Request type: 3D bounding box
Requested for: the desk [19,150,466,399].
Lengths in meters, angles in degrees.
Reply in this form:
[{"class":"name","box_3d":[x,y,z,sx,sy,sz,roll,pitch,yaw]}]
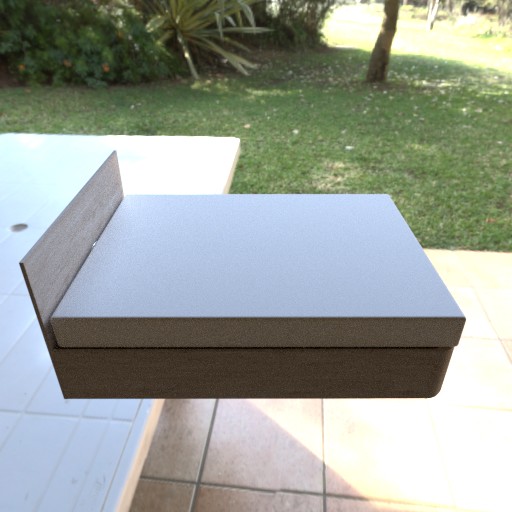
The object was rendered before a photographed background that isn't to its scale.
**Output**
[{"class":"desk","box_3d":[0.000,0.000,2.580,1.900,0.800,1.400,0,32,0]}]
